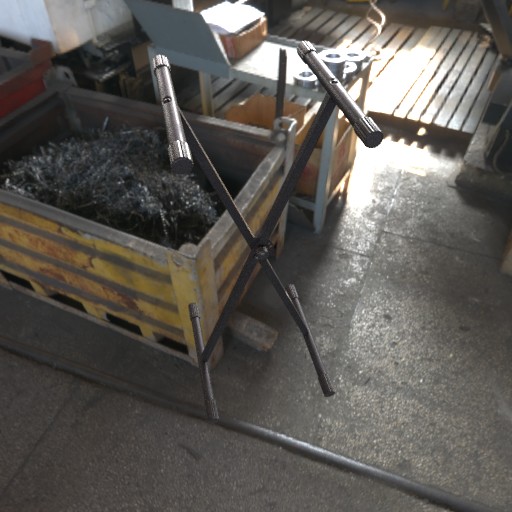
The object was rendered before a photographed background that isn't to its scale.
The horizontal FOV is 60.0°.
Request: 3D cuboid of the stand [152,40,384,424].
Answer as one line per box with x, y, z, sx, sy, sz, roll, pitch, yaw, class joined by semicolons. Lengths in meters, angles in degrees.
0.000;0.000;1.191;0.409;0.940;0.449;-10;47;-9;stand
